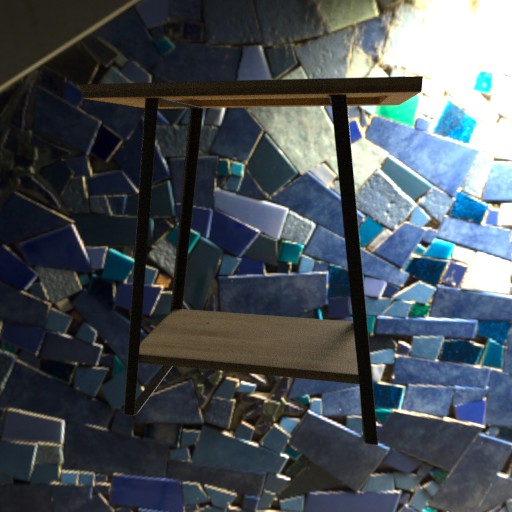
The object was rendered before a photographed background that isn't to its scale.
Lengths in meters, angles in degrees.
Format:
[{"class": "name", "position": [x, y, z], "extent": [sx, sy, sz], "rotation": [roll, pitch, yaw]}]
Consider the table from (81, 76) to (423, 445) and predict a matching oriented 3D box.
[{"class": "table", "position": [0.000, 0.000, 0.991], "extent": [0.599, 0.701, 0.300], "rotation": [3, 15, 10]}]
